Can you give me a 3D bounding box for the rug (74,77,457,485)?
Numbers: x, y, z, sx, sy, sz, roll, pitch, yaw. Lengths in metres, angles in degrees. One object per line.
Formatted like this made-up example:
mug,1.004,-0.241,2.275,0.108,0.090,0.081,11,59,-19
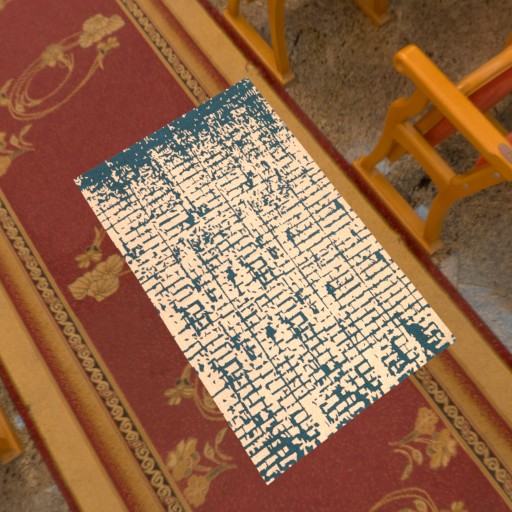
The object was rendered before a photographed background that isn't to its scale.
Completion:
rug,0.000,0.000,3.048,1.517,0.011,2.435,-34,77,-9
